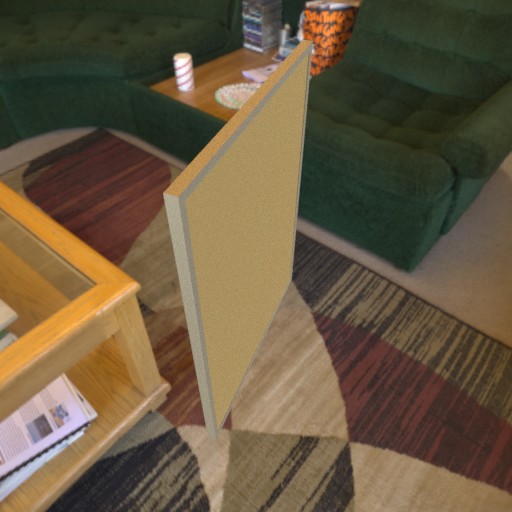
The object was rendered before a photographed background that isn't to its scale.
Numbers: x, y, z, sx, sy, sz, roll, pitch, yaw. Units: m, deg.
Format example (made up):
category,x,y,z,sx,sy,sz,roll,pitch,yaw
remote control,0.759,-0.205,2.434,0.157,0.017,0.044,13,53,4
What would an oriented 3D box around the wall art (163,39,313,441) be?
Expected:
category,x,y,z,sx,sy,sz,roll,pitch,yaw
wall art,0.000,0.000,1.400,0.034,1.042,0.789,16,48,15
